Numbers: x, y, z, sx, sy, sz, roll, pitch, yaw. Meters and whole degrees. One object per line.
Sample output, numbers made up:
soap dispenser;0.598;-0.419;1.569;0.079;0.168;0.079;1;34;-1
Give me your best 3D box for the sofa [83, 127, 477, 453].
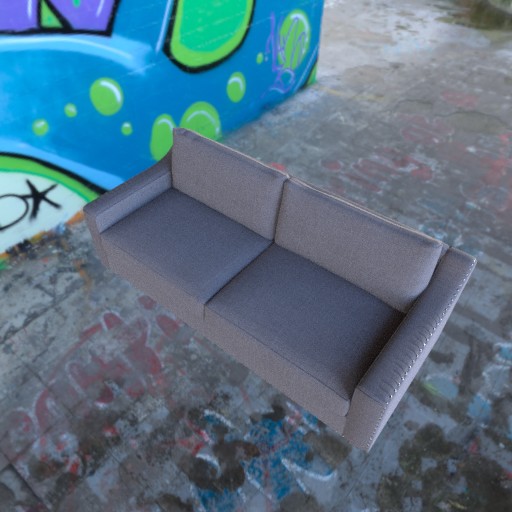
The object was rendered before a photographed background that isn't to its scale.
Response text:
sofa;0.000;0.000;2.743;2.208;0.857;1.000;30;52;26
